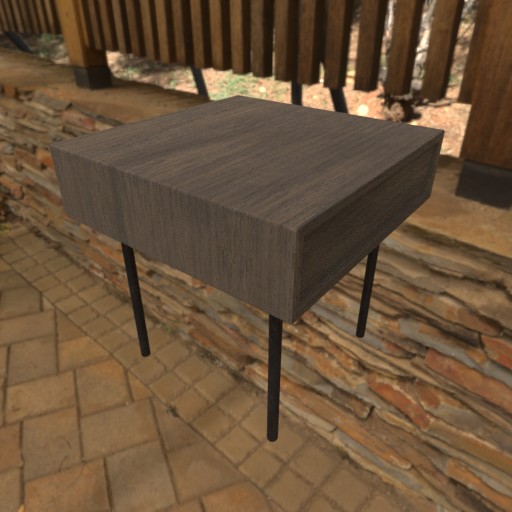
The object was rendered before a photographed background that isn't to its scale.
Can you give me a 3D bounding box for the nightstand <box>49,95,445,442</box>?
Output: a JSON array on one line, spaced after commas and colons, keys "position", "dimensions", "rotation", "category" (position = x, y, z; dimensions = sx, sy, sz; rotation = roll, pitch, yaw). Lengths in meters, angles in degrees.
[{"position": [0.000, 0.000, 0.916], "dimensions": [0.503, 0.497, 0.502], "rotation": [22, 38, 32], "category": "nightstand"}]
